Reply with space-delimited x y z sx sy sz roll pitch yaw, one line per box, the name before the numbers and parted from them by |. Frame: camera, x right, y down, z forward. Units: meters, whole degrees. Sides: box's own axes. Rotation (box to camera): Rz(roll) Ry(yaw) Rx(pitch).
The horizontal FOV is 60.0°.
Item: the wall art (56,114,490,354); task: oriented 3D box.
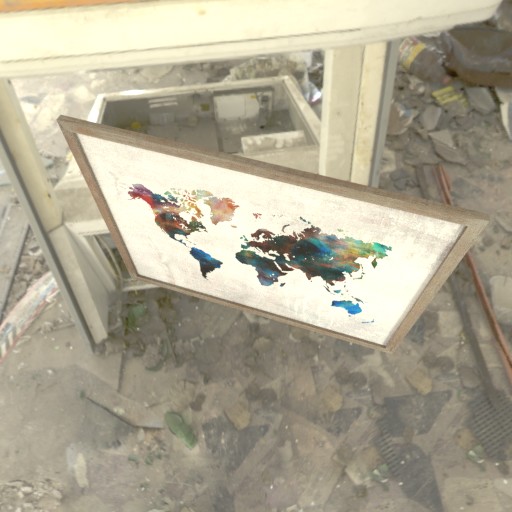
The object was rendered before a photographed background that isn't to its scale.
wall art | 0.000 0.000 1.323 1.012 0.774 0.019 15 59 9
